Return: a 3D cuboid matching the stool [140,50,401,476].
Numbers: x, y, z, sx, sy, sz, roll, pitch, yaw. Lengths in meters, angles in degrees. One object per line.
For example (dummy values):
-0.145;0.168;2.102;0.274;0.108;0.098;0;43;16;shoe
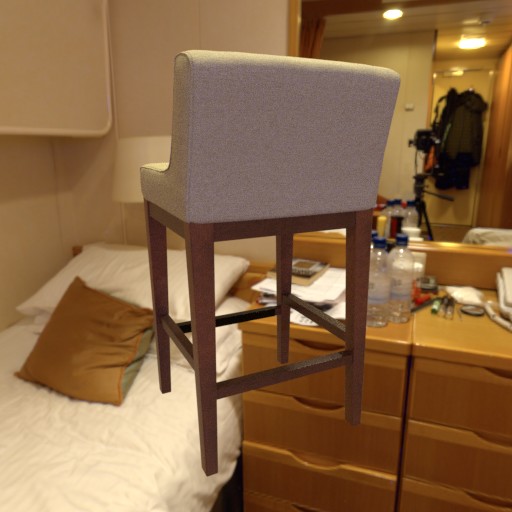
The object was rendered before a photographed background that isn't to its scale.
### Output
0.000;0.000;1.204;0.511;0.937;0.500;-7;16;-26;stool
